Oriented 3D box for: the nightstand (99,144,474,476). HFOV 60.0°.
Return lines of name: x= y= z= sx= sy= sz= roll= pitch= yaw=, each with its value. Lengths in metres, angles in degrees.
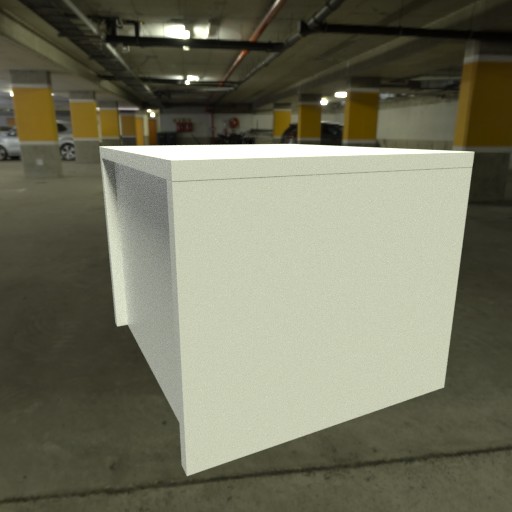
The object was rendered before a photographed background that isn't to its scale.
nightstand: x=0.000 y=0.000 z=0.745 sx=0.408 sy=0.351 sz=0.470 roll=-8 pitch=17 yaw=-25
